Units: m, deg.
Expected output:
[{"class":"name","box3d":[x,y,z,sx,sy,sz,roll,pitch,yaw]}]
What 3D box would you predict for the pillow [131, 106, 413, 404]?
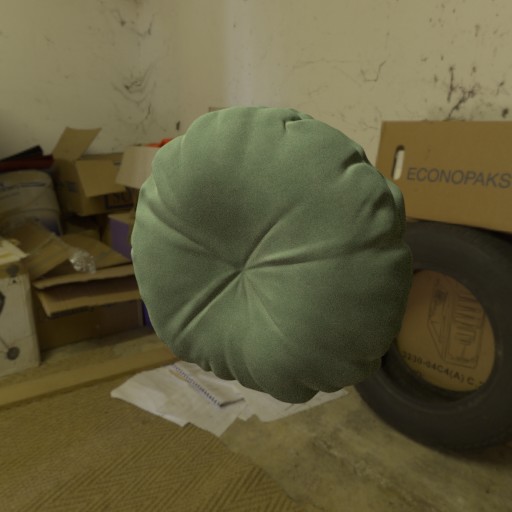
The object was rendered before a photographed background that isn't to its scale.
[{"class":"pillow","box3d":[0.000,0.000,0.632,0.428,0.407,0.148,8,17,26]}]
